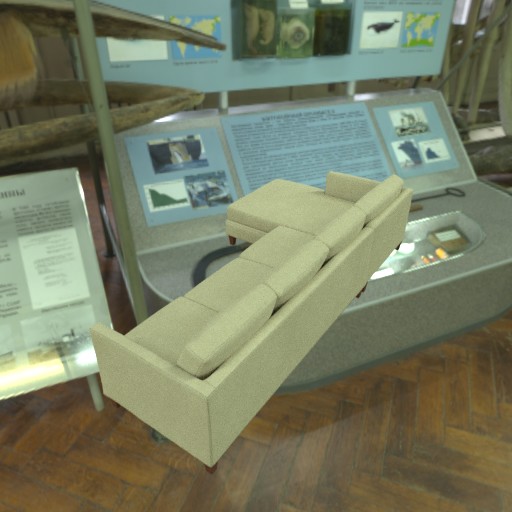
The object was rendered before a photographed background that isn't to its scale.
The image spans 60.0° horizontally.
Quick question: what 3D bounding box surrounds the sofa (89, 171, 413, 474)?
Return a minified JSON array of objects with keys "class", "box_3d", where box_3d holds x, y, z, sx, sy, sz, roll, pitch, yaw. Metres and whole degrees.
[{"class":"sofa","box_3d":[0.000,0.000,3.808,1.625,0.846,3.186,20,37,29]}]
